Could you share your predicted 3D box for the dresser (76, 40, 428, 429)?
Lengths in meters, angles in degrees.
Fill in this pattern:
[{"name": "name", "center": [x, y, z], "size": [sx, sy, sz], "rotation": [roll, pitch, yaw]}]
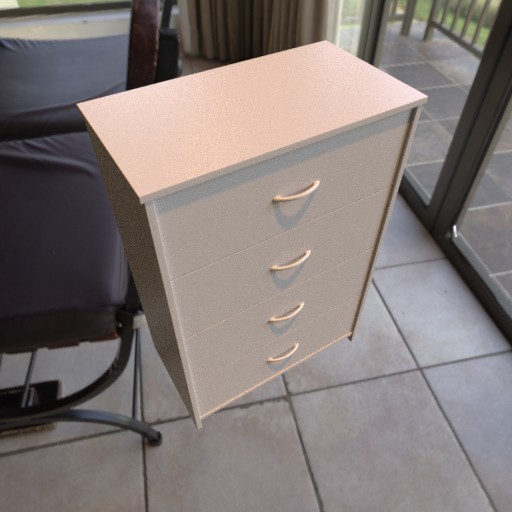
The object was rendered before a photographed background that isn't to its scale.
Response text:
[{"name": "dresser", "center": [0.000, 0.000, 1.376], "size": [0.704, 1.021, 0.401], "rotation": [-24, 51, -21]}]
